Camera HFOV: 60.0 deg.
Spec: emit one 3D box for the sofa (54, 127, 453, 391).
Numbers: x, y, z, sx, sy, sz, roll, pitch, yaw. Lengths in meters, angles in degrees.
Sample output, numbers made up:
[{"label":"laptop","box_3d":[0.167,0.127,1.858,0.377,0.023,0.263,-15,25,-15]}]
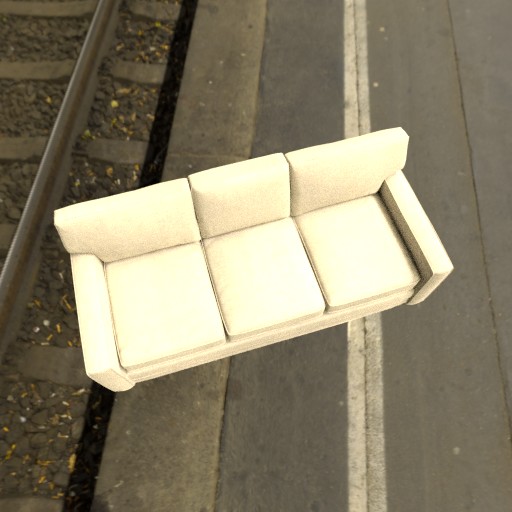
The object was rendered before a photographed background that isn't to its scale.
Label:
[{"label":"sofa","box_3d":[0.000,0.000,2.683,2.093,0.862,0.936,-15,65,-7]}]
